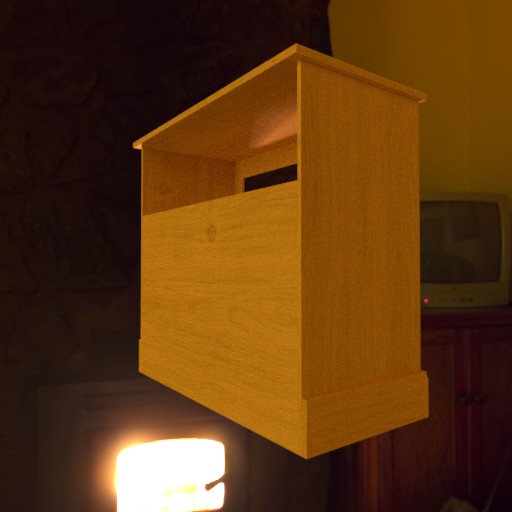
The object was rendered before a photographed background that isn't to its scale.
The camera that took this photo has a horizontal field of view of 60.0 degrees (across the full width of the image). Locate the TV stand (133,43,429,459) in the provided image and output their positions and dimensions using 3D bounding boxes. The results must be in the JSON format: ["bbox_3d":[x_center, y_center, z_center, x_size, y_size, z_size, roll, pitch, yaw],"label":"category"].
[{"bbox_3d":[0.000,0.000,1.302,0.430,0.787,0.851,1,-1,-36],"label":"TV stand"}]
